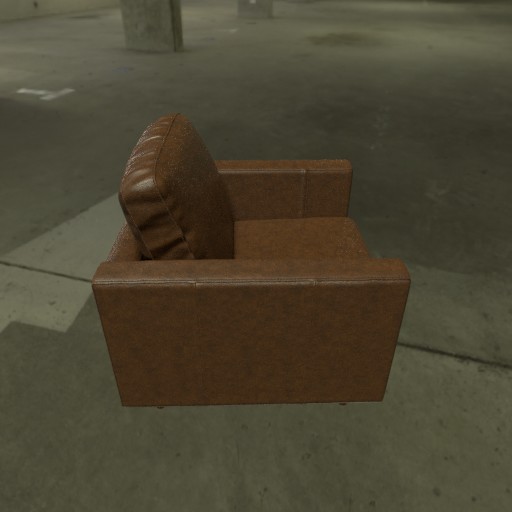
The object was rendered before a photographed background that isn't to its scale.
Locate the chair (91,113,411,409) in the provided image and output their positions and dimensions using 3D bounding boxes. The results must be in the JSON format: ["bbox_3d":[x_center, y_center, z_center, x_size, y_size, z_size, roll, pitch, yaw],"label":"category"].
[{"bbox_3d":[0.000,0.000,1.678,0.909,0.956,0.890,-1,33,-1],"label":"chair"}]
